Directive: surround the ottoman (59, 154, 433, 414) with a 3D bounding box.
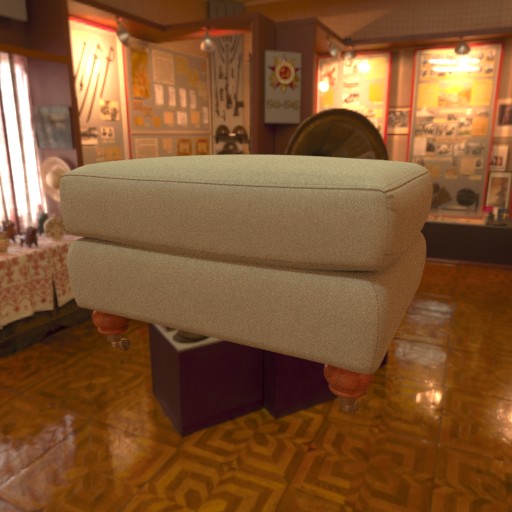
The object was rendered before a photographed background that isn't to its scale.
[{"bbox_3d":[0.000,0.000,1.126,0.773,0.499,0.569,7,16,26],"label":"ottoman"}]
